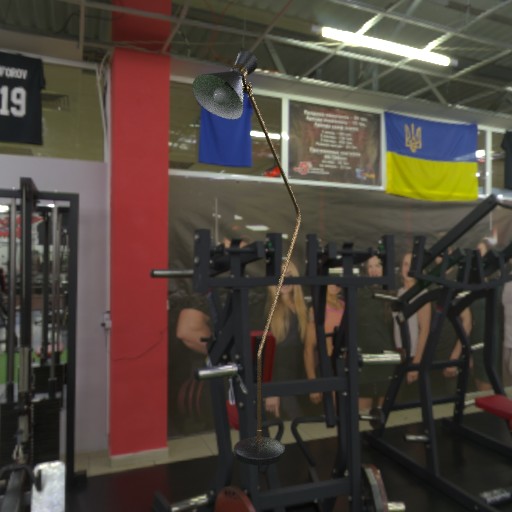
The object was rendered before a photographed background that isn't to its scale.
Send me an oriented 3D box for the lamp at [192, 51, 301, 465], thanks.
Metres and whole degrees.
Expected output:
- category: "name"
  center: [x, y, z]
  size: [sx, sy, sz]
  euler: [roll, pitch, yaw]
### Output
- category: "lamp"
  center: [0.000, 0.000, 1.565]
  size: [0.467, 1.438, 0.277]
  euler: [0, 0, -20]
